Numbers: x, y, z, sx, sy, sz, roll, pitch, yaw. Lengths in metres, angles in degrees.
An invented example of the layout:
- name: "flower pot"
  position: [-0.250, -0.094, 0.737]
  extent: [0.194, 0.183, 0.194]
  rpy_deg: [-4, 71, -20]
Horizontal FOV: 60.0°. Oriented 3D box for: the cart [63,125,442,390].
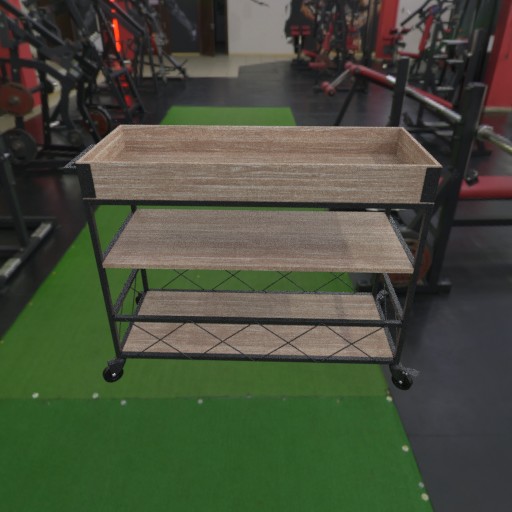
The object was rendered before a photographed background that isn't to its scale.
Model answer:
- name: "cart"
  position: [0.000, 0.000, 1.529]
  extent: [1.101, 0.787, 0.500]
  rpy_deg: [1, 30, 2]
